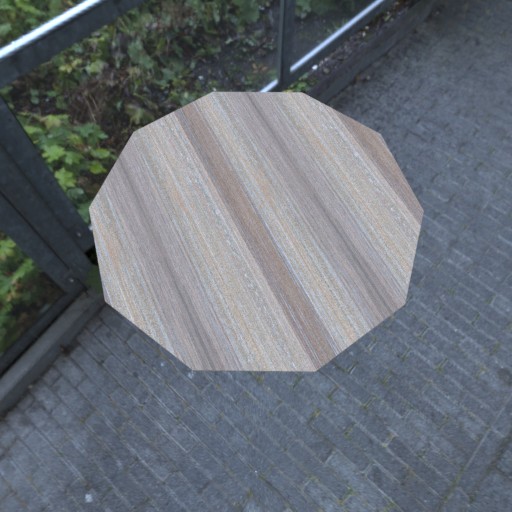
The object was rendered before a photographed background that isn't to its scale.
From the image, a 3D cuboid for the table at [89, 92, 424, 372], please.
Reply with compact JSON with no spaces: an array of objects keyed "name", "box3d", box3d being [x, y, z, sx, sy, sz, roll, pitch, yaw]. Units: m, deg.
[{"name":"table","box3d":[0.000,0.000,1.908,1.186,0.752,1.186,0,64,0]}]
